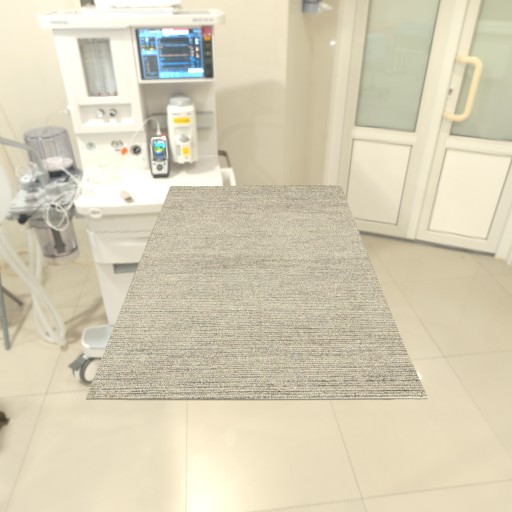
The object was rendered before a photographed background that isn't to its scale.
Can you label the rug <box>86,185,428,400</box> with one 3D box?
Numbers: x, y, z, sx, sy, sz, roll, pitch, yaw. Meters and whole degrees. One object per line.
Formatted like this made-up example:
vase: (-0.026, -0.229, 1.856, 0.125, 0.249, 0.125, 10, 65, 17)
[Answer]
rug: (0.000, 0.000, 2.255, 1.162, 0.022, 1.804, 0, 32, 0)
